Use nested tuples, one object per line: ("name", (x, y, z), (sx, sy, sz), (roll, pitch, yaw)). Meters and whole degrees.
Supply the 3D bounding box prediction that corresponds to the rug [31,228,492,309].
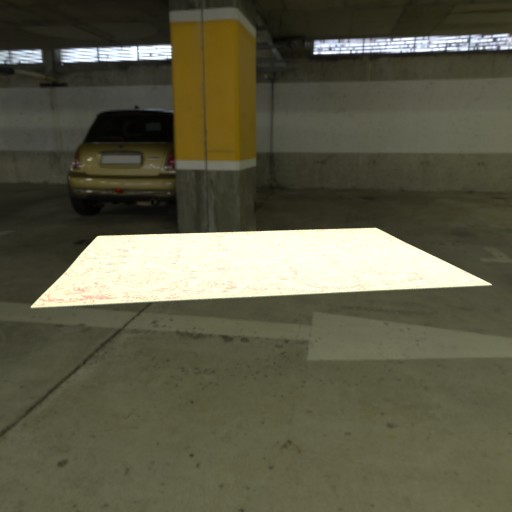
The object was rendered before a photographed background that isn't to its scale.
("rug", (0.000, 0.000, 3.473), (2.746, 0.018, 1.819), (-2, 15, -8))
